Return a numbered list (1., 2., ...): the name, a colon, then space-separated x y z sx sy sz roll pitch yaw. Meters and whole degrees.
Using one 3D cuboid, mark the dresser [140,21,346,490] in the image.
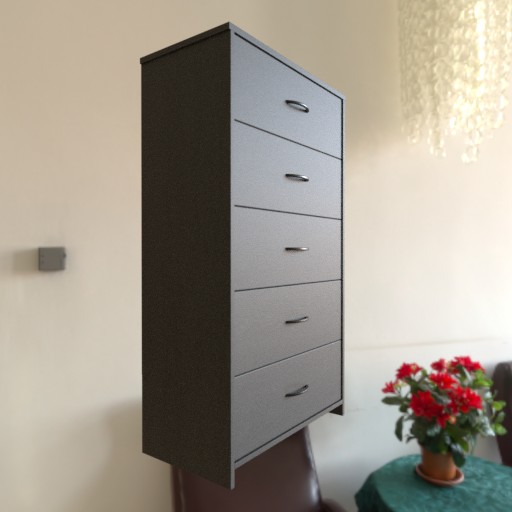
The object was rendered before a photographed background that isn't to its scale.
1. dresser: 0.000 0.000 1.571 0.399 1.255 0.704 0 1 37
